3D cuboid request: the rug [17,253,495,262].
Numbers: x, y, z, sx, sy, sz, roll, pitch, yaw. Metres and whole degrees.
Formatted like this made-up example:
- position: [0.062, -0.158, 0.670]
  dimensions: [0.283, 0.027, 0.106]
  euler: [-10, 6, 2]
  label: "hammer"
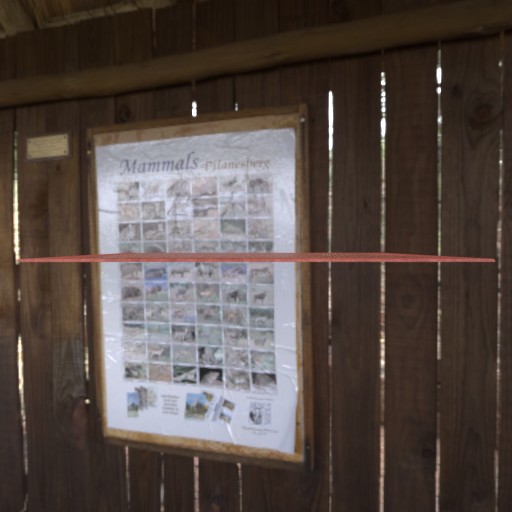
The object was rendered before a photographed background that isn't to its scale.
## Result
- position: [0.000, 0.000, 3.936]
  dimensions: [2.976, 0.018, 2.430]
  euler: [0, 1, -1]
  label: "rug"
